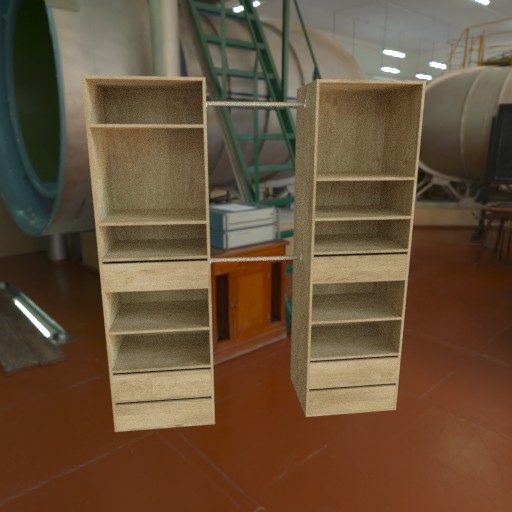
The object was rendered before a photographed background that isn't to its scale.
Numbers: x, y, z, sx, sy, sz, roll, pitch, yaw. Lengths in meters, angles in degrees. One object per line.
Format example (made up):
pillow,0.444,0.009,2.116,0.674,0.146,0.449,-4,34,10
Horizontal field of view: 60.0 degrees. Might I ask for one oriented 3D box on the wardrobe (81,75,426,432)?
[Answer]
wardrobe,0.000,0.000,2.745,1.770,2.000,0.480,-2,15,-7
